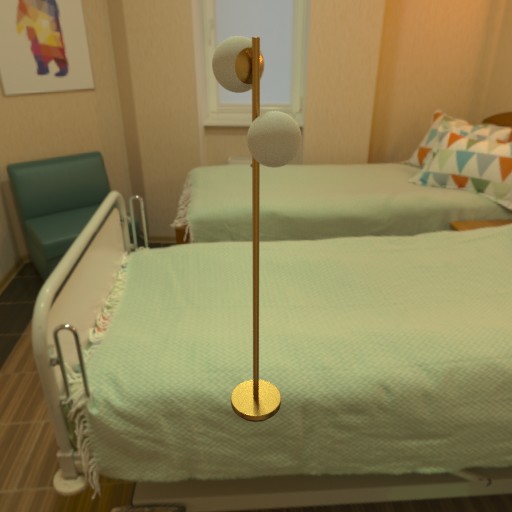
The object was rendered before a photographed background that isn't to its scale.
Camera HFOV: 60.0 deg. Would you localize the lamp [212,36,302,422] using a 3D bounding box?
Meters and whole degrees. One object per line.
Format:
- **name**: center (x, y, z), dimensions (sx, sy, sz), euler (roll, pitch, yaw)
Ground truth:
- **lamp**: center (0.000, 0.000, 1.846), dimensions (0.249, 1.641, 0.419), euler (-17, 31, -30)
